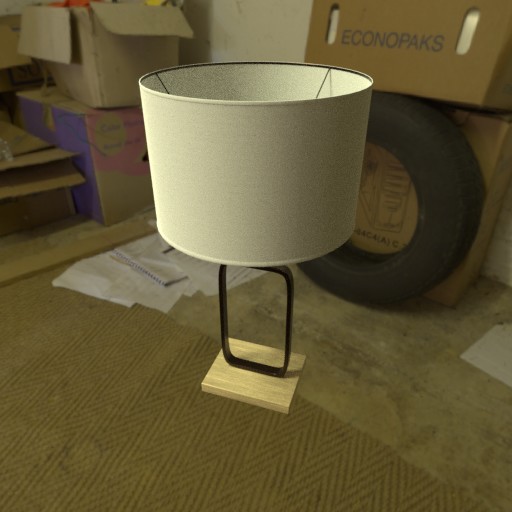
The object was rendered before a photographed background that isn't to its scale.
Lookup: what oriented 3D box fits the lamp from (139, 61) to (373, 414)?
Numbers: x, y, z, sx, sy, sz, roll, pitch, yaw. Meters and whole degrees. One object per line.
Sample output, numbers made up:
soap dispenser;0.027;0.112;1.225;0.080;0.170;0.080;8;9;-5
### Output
lamp;0.000;0.000;0.670;0.279;0.508;0.279;10;32;16
